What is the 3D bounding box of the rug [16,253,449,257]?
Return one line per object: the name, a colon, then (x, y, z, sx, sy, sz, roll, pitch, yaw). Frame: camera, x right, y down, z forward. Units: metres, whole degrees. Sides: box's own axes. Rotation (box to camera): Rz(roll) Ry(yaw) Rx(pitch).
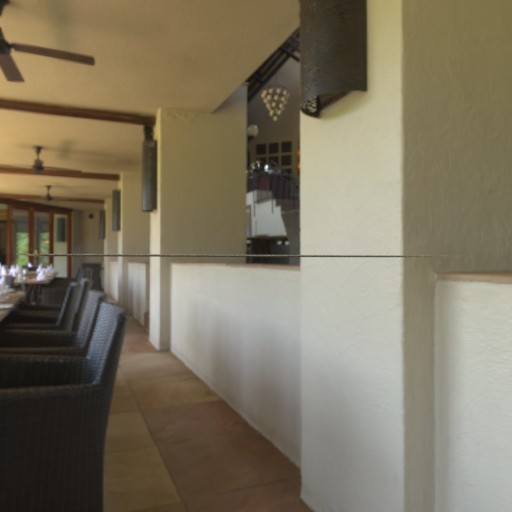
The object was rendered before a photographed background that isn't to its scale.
rug: (0.000, 0.000, 2.637, 2.437, 0.005, 0.688, 0, -1, -19)
